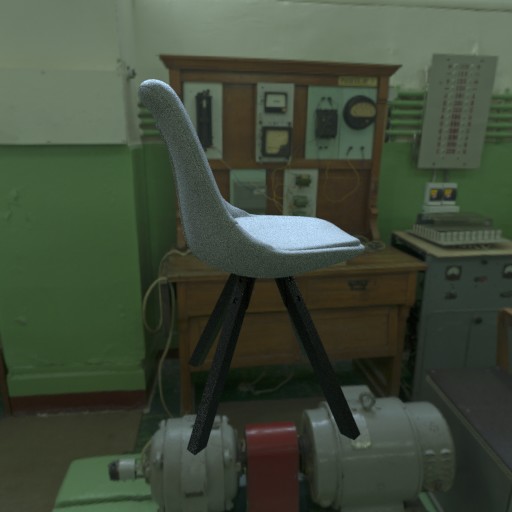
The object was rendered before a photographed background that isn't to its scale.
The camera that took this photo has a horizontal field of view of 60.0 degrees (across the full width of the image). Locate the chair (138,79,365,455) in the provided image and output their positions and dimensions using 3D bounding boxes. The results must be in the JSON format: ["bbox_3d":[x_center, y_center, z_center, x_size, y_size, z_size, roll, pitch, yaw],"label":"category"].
[{"bbox_3d":[0.000,0.000,1.186,0.550,0.850,0.485,-2,15,-8],"label":"chair"}]
